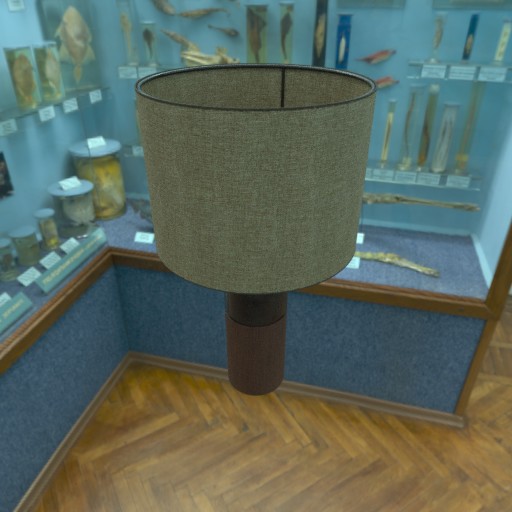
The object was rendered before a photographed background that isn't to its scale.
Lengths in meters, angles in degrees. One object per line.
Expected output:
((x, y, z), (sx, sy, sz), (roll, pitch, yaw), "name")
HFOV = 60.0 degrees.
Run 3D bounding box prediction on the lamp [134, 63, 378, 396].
((0.000, 0.000, 0.468), (0.202, 0.350, 0.202), (0, 31, 0), "lamp")
